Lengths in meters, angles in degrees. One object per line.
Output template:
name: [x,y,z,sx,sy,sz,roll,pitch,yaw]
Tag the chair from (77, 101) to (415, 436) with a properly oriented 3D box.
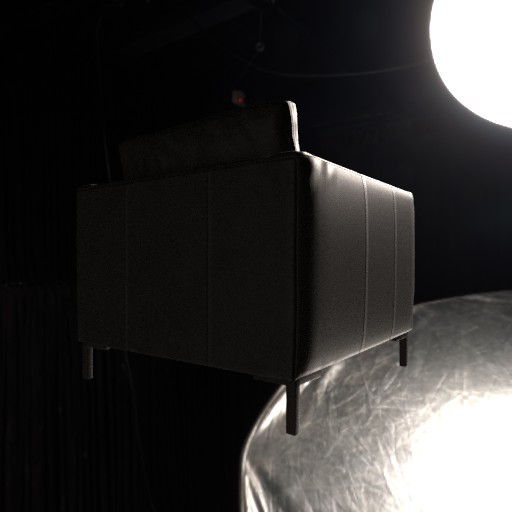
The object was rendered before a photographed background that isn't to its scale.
chair: [0.000,0.000,1.516,0.967,0.824,0.861,0,-1,36]
